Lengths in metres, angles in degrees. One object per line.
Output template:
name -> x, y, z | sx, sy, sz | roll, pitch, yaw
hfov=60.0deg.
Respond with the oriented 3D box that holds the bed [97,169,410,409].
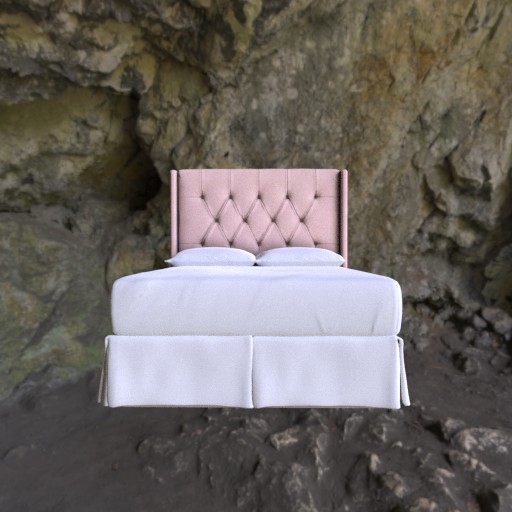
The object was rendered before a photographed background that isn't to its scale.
bed -> 0.000, 0.000, 3.377 | 1.719, 1.665, 2.066 | 0, 1, 1
